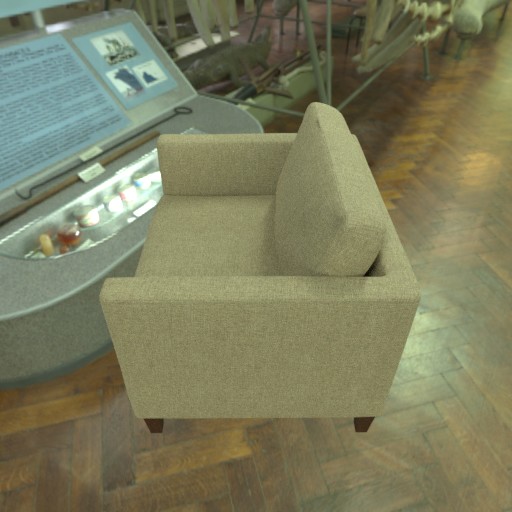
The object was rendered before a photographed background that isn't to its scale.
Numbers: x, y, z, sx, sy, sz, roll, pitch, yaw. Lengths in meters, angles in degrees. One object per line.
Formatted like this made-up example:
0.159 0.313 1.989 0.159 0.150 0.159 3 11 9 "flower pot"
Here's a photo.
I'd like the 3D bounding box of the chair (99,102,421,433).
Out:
0.000 0.000 1.836 0.959 0.987 1.107 0 40 0 "chair"
